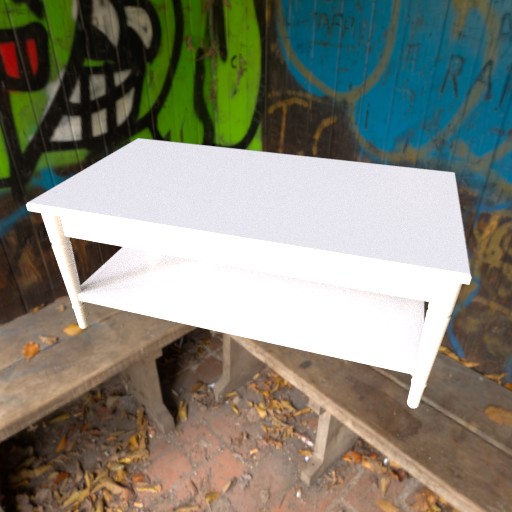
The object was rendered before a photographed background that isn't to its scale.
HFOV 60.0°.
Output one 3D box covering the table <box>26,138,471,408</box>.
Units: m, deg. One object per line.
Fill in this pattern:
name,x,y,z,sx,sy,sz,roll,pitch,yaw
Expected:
table,0.000,0.000,1.352,1.067,0.457,0.559,10,34,15
